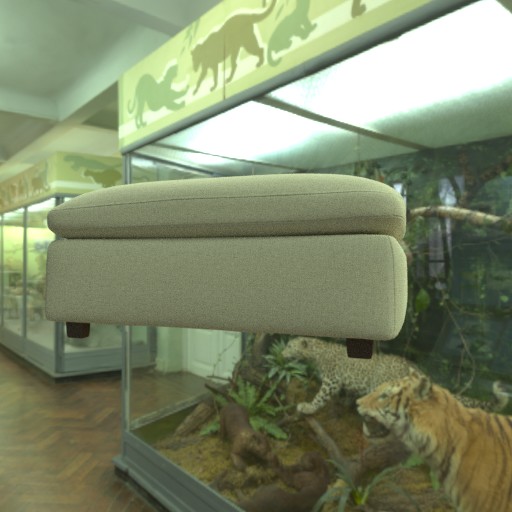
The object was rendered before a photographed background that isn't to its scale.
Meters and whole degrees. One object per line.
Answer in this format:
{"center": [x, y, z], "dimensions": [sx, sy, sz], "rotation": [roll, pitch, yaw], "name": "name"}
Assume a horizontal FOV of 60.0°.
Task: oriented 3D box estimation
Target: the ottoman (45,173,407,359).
{"center": [0.000, 0.000, 1.541], "dimensions": [0.996, 0.467, 0.977], "rotation": [0, 0, 19], "name": "ottoman"}
